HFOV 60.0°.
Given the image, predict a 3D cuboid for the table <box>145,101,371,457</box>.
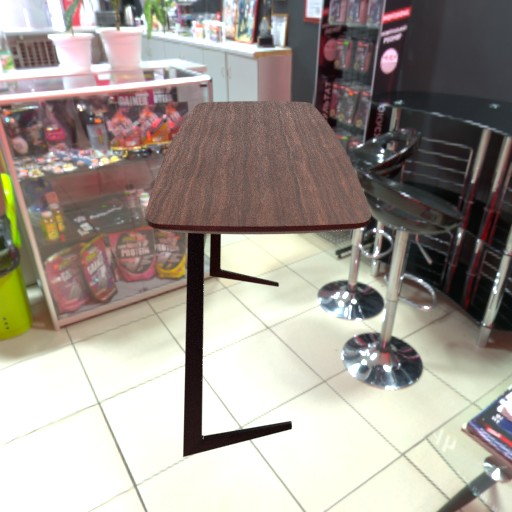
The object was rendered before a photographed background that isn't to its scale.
[{"bbox_3d":[0.000,0.000,1.102,0.361,0.576,0.804,0,31,0],"label":"table"}]
